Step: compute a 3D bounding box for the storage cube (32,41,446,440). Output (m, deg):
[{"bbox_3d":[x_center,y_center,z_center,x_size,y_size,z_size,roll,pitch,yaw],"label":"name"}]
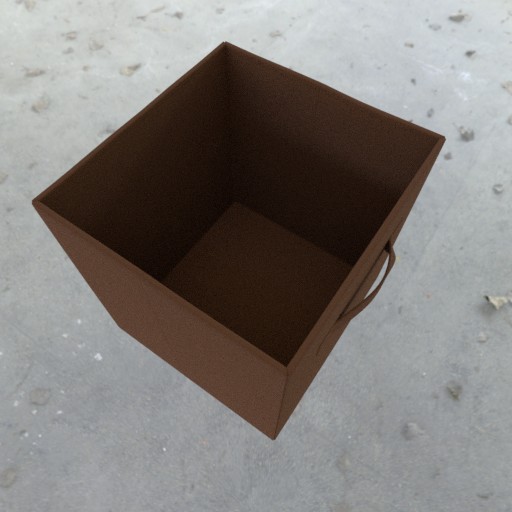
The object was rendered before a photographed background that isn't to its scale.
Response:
[{"bbox_3d":[0.000,0.000,0.498,0.270,0.280,0.270,31,64,17],"label":"storage cube"}]
